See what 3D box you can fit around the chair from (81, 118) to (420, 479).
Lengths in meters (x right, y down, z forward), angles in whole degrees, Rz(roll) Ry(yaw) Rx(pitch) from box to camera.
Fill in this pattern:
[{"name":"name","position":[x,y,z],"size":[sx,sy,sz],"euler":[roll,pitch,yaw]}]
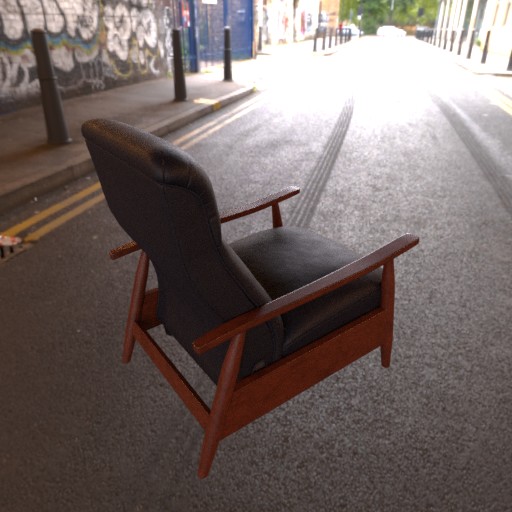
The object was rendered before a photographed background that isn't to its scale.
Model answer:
[{"name":"chair","position":[0.000,0.000,1.747],"size":[1.014,1.082,0.762],"euler":[-18,33,-31]}]
